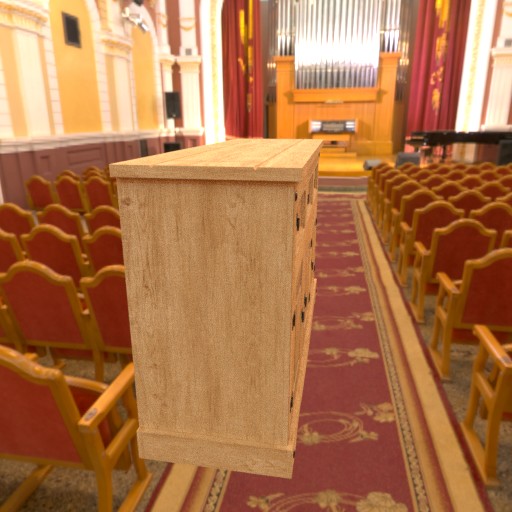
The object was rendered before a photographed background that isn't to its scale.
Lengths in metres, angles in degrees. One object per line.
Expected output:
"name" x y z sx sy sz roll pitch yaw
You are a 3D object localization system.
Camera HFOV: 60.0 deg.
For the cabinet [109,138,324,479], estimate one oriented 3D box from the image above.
"cabinet" 0.000 0.000 1.697 0.432 0.810 1.321 3 18 10
